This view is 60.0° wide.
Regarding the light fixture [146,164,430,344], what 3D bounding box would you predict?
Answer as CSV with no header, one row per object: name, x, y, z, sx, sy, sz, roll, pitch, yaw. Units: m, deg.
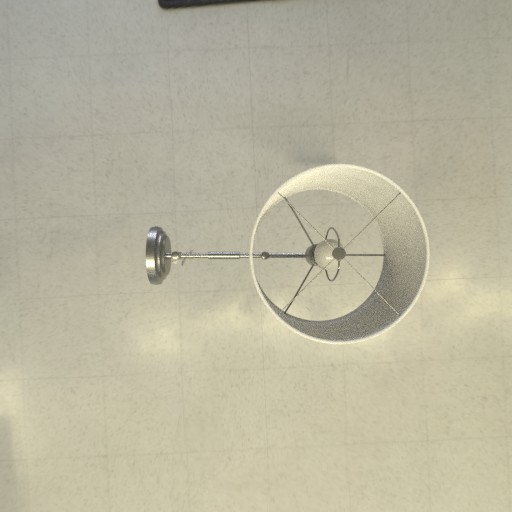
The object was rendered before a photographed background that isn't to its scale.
light fixture,0.000,0.000,1.037,0.479,0.842,0.253,0,90,-1
